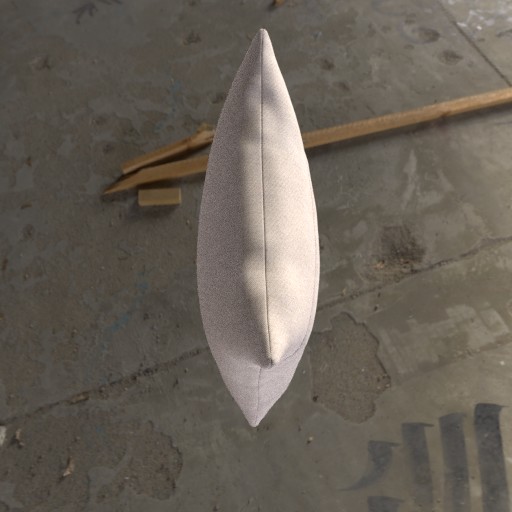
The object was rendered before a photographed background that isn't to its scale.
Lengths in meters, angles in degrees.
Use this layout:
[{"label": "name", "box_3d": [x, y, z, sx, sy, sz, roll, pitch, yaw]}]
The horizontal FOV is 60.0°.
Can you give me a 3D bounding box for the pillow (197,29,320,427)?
[{"label": "pillow", "box_3d": [0.000, 0.000, 0.661, 0.173, 0.436, 0.433, -1, 63, 0]}]
